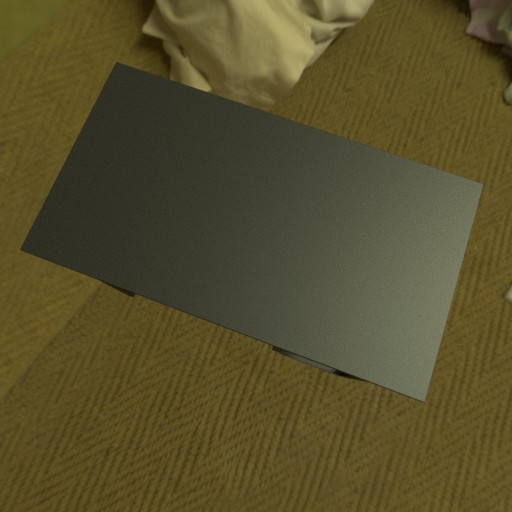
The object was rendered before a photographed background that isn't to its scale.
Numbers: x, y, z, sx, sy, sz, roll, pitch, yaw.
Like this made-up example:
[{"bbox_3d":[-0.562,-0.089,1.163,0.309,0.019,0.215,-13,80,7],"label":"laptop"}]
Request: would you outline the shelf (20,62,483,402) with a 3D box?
[{"bbox_3d":[0.000,0.000,1.337,0.902,0.749,0.498,20,77,5],"label":"shelf"}]
